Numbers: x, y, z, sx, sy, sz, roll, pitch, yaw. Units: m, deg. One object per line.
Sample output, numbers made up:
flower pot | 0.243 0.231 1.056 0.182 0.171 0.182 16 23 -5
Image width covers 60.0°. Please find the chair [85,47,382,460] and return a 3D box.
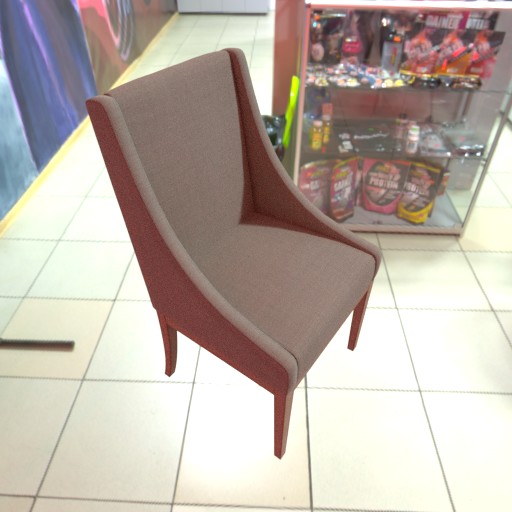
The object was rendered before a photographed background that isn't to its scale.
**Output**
chair | 0.000 0.000 1.366 0.611 1.021 0.575 24 46 26
